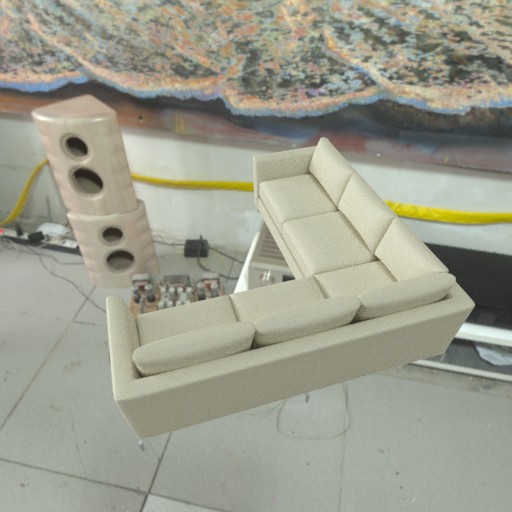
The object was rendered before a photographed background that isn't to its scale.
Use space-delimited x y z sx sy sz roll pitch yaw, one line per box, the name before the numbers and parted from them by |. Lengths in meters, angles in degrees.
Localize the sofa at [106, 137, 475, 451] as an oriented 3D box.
sofa | 0.000 0.000 3.799 2.448 0.867 2.430 -12 43 -13
